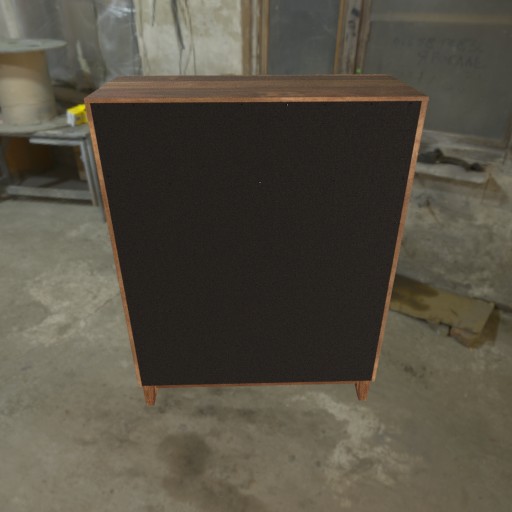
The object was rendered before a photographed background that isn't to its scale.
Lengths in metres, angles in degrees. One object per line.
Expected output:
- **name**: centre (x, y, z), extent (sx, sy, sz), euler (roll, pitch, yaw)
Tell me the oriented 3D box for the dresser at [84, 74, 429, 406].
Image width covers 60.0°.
- **dresser**: centre (0.000, 0.000, 1.905), extent (1.062, 1.393, 0.442), euler (-1, 31, -2)
